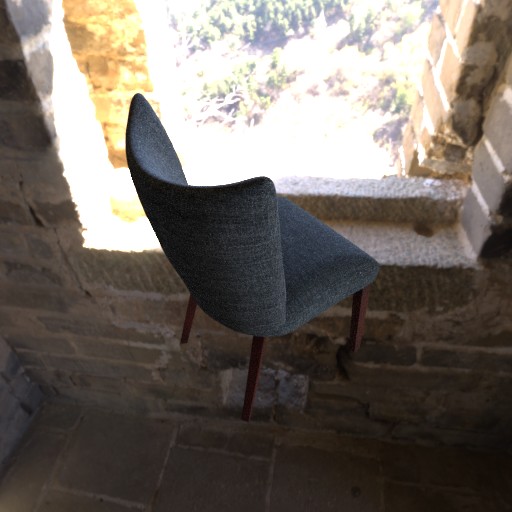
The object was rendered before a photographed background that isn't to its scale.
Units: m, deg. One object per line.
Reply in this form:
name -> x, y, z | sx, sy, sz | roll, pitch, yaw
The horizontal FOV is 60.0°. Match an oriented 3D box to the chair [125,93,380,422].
chair -> 0.000, 0.000, 1.341 | 0.623, 0.924, 0.535 | -27, 48, -27
